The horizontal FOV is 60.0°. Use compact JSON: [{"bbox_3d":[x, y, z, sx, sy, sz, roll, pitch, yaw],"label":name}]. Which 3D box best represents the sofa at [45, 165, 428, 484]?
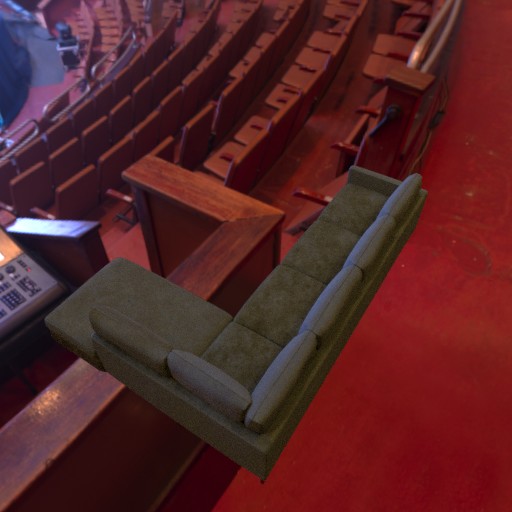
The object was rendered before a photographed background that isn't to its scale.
[{"bbox_3d":[0.000,0.000,3.264,1.707,0.687,2.486,25,51,22],"label":"sofa"}]
